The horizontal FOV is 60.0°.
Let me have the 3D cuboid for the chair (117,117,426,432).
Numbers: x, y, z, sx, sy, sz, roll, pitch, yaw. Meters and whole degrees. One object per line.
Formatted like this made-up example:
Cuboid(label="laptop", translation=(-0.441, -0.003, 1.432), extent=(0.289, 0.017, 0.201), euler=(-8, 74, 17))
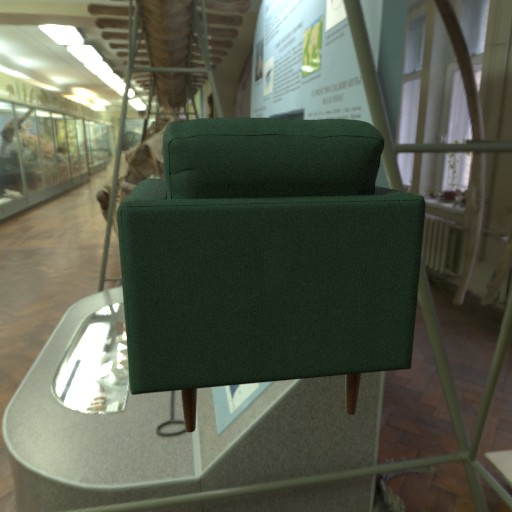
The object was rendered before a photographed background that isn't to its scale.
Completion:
Cuboid(label="chair", translation=(0.000, 0.000, 1.596), extent=(0.855, 0.927, 0.800), euler=(-3, 15, -10))
